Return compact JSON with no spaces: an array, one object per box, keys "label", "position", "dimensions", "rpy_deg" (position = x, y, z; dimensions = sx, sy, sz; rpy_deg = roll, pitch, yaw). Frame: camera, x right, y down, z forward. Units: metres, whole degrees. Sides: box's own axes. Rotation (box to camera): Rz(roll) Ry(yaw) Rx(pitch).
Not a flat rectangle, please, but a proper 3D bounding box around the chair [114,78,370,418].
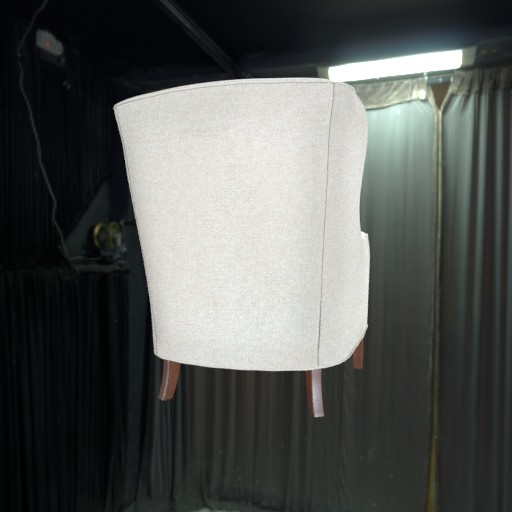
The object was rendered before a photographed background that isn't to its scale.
[{"label":"chair","position":[0.000,0.000,1.712],"dimensions":[0.838,1.040,0.966],"rpy_deg":[0,1,17]}]
